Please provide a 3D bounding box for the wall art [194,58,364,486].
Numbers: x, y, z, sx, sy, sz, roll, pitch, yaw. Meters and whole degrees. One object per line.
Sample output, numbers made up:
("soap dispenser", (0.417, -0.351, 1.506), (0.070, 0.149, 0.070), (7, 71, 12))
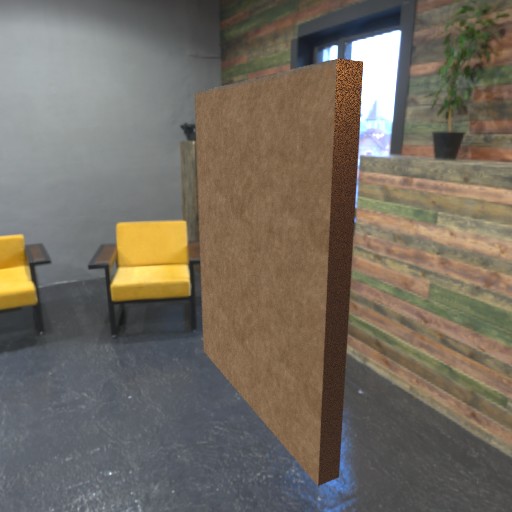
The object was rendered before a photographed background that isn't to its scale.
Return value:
("wall art", (0.000, 0.000, 0.750), (0.037, 0.554, 0.453), (-8, 17, -26))
